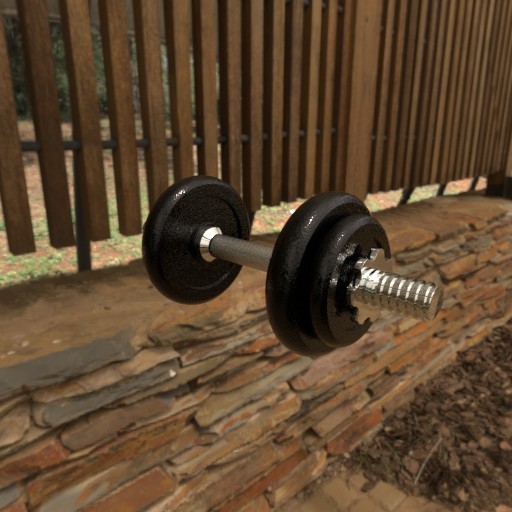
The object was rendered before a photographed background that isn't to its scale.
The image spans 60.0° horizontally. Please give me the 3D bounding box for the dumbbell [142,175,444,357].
[{"bbox_3d":[0.000,0.000,0.610,0.497,0.202,0.202,15,22,40],"label":"dumbbell"}]
